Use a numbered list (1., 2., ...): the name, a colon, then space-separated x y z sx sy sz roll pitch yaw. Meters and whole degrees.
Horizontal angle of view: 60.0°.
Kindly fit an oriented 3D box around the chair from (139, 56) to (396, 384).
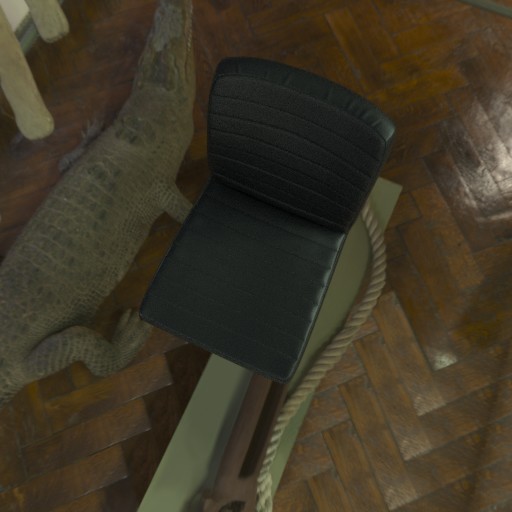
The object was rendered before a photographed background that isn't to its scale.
1. chair: 0.000 0.000 1.216 0.450 0.872 0.572 23 77 6
